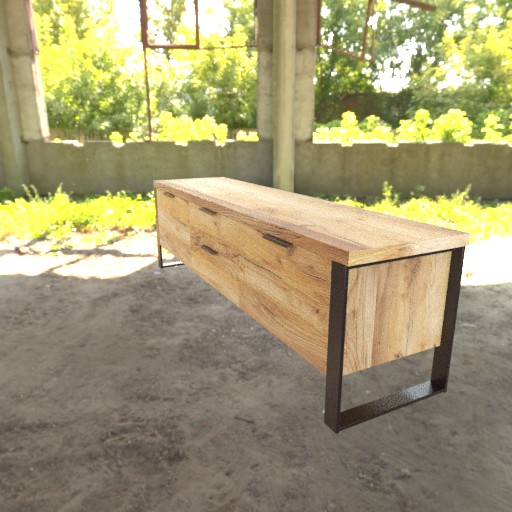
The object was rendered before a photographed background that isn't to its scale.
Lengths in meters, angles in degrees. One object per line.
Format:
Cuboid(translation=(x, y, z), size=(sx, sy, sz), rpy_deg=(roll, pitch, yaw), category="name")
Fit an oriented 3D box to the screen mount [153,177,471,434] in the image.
Cuboid(translation=(0.000, 0.000, 1.712), size=(0.395, 0.450, 1.524), rpy_deg=(-8, 18, -27), category="screen mount")
